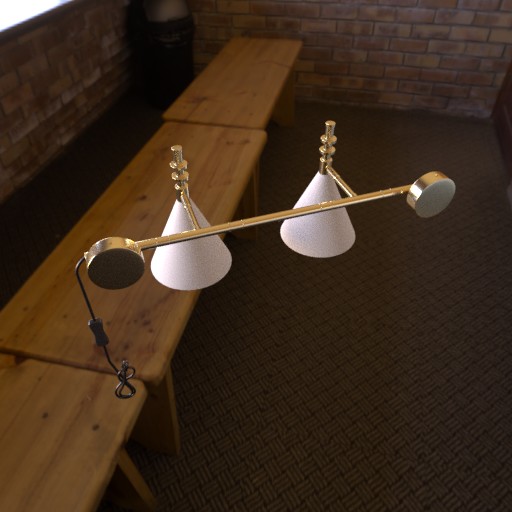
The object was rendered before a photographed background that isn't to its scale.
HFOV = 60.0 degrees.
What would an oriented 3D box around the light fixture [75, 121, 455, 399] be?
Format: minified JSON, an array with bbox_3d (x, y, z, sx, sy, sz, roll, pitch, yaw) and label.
[{"bbox_3d":[0.000,0.000,0.867,0.642,0.468,0.239,-13,43,-14],"label":"light fixture"}]
